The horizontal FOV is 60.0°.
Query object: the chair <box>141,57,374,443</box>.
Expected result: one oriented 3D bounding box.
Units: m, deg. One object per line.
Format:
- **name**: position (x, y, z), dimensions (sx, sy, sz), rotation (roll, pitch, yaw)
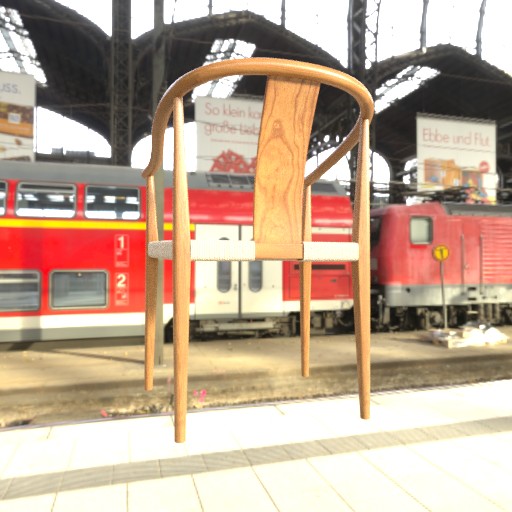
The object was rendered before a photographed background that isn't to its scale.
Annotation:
- **chair**: position (0.000, 0.000, 1.177), dimensions (0.556, 0.800, 0.579), rotation (0, -1, -18)
